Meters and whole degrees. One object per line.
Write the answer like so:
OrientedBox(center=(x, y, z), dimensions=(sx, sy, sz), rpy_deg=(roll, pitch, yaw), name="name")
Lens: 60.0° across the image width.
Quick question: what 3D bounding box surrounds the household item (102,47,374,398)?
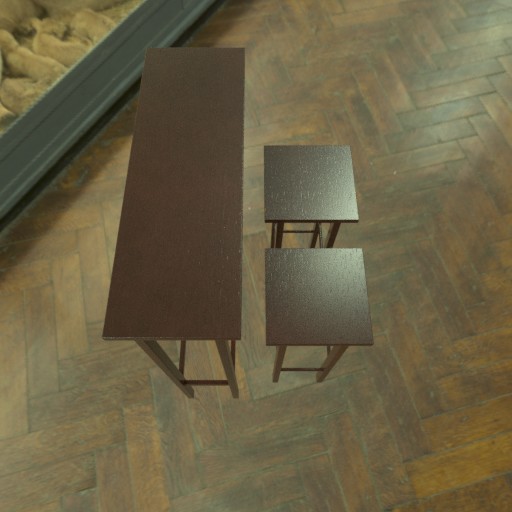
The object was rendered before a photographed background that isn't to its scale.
OrientedBox(center=(0.000, 0.000, 1.649), dimensions=(0.676, 1.067, 0.914), rpy_deg=(0, 64, 0), name="household item")
